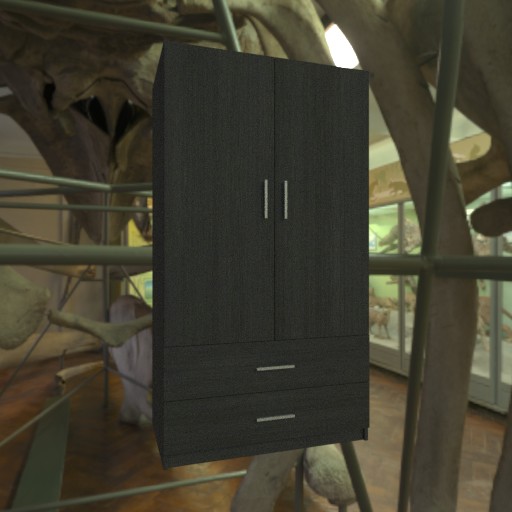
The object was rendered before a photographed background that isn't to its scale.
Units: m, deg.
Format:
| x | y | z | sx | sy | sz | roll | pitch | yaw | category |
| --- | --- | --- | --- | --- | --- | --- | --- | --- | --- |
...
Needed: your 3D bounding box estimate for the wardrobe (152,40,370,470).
| x | y | z | sx | sy | sz | roll | pitch | yaw | category |
| --- | --- | --- | --- | --- | --- | --- | --- | --- | --- |
| 0.000 | 0.000 | 2.268 | 0.991 | 1.808 | 0.577 | 0 | 0 | -18 | wardrobe |
